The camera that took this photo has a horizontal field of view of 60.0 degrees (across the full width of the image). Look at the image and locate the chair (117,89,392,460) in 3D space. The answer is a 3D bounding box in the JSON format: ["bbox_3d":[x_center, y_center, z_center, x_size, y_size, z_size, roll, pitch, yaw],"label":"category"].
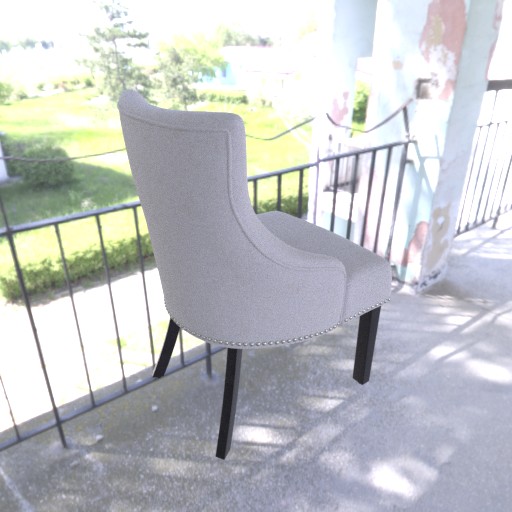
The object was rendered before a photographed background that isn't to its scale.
[{"bbox_3d":[0.000,0.000,1.297,0.629,0.909,0.566,-19,33,-33],"label":"chair"}]
